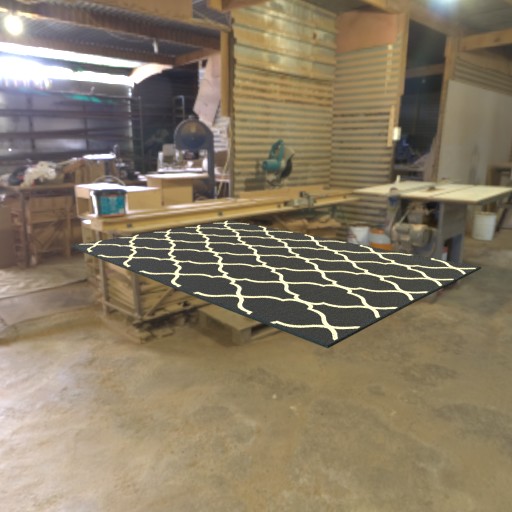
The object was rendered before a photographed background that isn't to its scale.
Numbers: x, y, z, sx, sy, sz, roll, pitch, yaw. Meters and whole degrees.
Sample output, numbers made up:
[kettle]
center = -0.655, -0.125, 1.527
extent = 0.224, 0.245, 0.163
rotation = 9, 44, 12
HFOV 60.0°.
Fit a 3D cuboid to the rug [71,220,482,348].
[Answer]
[rug]
center = 0.000, 0.000, 2.919
extent = 1.528, 0.014, 2.294
rotation = -14, 20, -43
